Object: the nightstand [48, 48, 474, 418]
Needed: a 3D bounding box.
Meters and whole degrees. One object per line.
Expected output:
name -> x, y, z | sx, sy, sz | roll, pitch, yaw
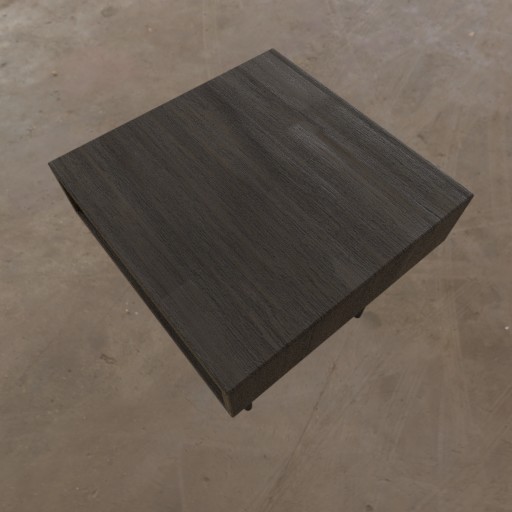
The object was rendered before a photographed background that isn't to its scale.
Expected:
nightstand -> 0.000, 0.000, 0.942 | 0.503, 0.497, 0.502 | -35, 65, -19
